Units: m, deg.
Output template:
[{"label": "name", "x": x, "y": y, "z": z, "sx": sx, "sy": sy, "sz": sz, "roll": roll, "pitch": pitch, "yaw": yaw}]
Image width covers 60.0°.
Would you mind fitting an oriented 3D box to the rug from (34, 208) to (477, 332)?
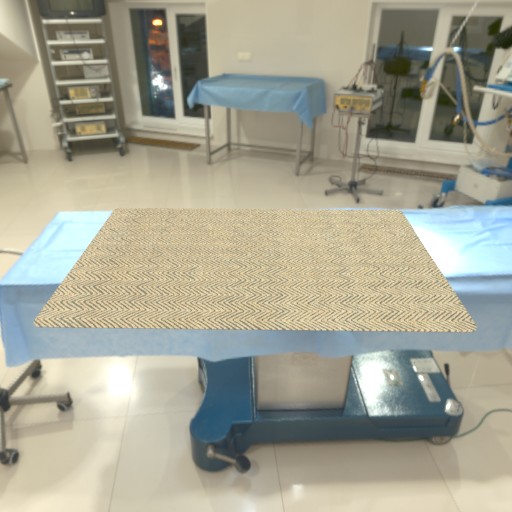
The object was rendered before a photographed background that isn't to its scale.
[{"label": "rug", "x": 0.000, "y": 0.000, "z": 2.221, "sx": 1.752, "sy": 0.008, "sz": 1.144, "roll": 1, "pitch": 30, "yaw": 1}]
